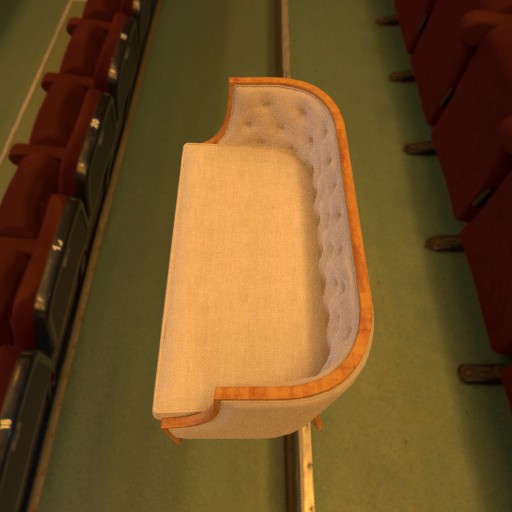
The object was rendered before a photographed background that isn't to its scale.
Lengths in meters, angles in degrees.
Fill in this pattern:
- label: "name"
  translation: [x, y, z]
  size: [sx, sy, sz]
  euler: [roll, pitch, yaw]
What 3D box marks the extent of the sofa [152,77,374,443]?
- label: "sofa"
  translation: [0.000, 0.000, 1.975]
  size: [0.770, 0.775, 1.474]
  euler: [0, 58, 0]
